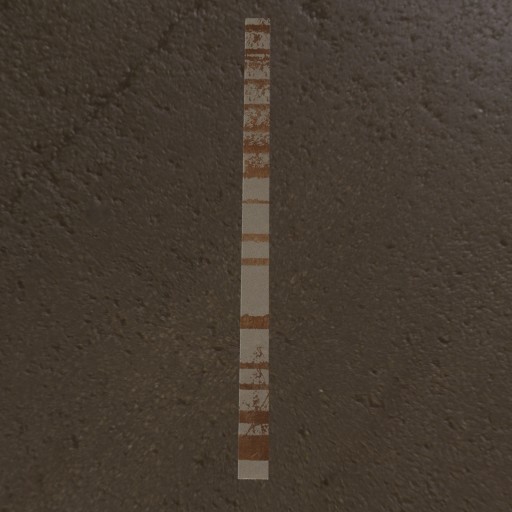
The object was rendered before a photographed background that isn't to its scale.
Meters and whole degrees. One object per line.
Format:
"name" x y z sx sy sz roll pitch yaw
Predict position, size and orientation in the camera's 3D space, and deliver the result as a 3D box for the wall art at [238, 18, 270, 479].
"wall art" 0.000 0.000 0.767 0.035 0.405 0.609 1 78 0
